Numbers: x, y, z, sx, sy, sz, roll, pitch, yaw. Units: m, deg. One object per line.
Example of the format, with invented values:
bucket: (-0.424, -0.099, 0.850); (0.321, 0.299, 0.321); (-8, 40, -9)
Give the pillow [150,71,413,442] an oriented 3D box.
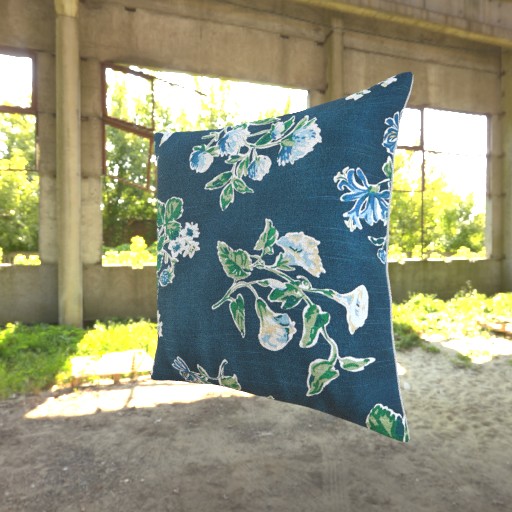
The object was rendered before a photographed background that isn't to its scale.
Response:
pillow: (0.000, 0.000, 0.759); (0.525, 0.508, 0.166); (0, 0, 36)
